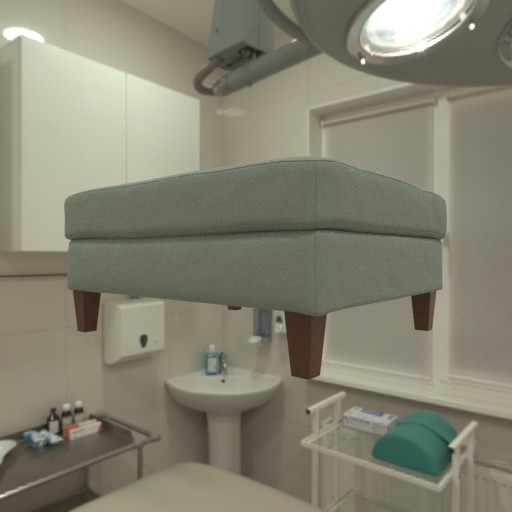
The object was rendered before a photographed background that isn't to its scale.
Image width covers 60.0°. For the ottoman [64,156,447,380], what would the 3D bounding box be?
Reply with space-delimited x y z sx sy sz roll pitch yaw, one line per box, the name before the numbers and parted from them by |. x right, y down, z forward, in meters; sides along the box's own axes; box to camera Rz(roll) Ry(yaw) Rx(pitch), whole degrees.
ottoman | 0.000 0.000 1.468 0.991 0.494 0.842 0 0 39
